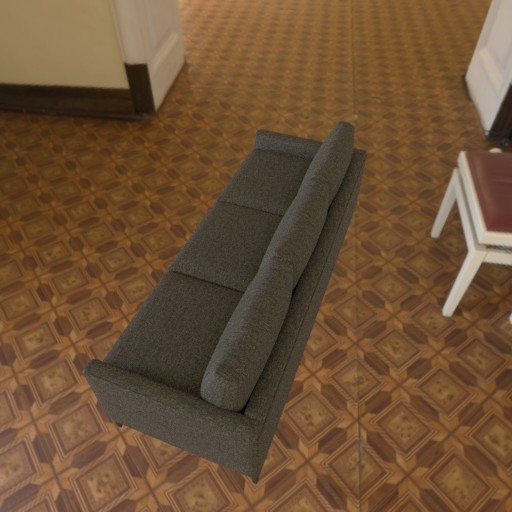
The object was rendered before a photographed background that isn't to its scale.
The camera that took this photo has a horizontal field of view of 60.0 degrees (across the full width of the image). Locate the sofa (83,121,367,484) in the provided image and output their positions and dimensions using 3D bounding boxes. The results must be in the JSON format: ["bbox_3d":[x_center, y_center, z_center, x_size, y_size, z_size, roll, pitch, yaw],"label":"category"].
[{"bbox_3d":[0.000,0.000,2.721,0.876,0.879,2.253,16,48,14],"label":"sofa"}]
